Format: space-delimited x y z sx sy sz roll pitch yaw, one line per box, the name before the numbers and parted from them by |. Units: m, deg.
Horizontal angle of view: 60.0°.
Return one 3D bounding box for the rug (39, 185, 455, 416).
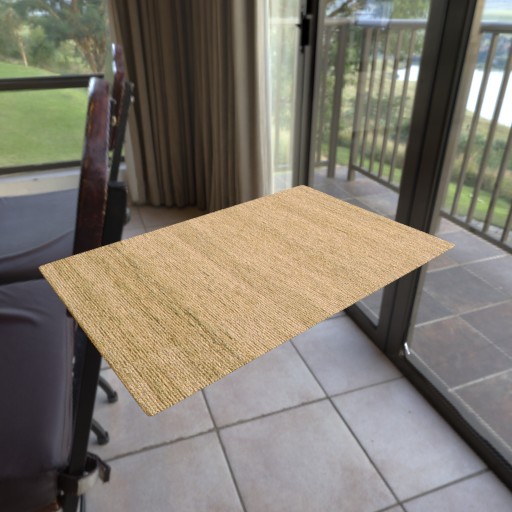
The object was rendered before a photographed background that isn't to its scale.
rug | 0.000 0.000 2.206 1.758 0.010 1.143 -22 36 -33
